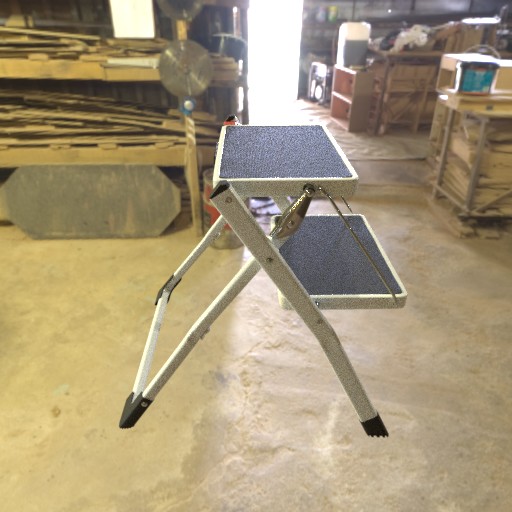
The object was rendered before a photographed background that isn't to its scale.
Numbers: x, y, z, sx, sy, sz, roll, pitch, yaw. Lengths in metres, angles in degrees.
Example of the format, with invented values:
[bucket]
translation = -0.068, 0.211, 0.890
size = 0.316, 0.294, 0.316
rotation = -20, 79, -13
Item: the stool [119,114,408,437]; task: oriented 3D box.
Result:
[stool]
translation = 0.000, 0.000, 0.852
size = 0.490, 0.445, 0.485
rotation = -1, 30, -1
